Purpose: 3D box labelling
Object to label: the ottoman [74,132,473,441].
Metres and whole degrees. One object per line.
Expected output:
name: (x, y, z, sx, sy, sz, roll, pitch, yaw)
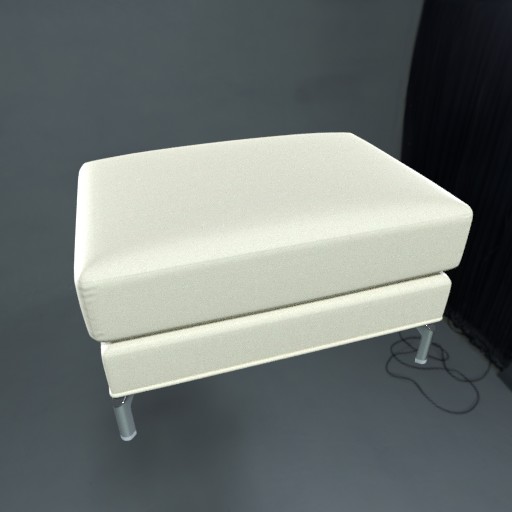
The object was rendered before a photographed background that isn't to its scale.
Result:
ottoman: (0.000, 0.000, 1.184, 0.835, 0.497, 0.581, -10, 34, -15)
